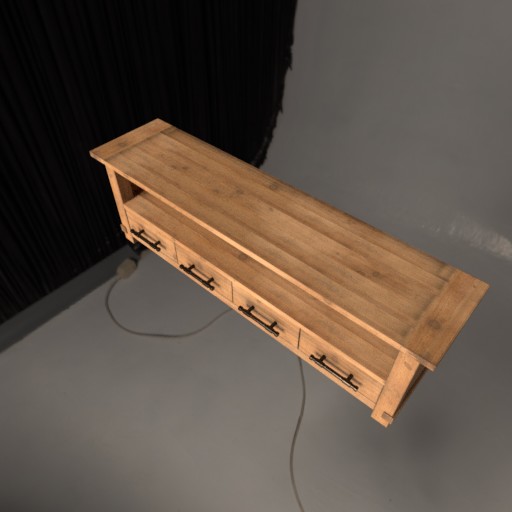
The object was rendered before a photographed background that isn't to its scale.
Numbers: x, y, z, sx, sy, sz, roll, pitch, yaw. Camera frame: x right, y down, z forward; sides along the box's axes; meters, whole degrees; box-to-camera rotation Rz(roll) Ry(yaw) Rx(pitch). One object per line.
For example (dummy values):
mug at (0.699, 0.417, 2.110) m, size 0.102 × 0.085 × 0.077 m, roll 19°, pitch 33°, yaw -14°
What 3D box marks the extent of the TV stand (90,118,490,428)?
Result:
TV stand at (0.000, 0.000, 2.062) m, size 1.804 × 0.573 × 0.453 m, roll 32°, pitch 53°, yaw 28°
